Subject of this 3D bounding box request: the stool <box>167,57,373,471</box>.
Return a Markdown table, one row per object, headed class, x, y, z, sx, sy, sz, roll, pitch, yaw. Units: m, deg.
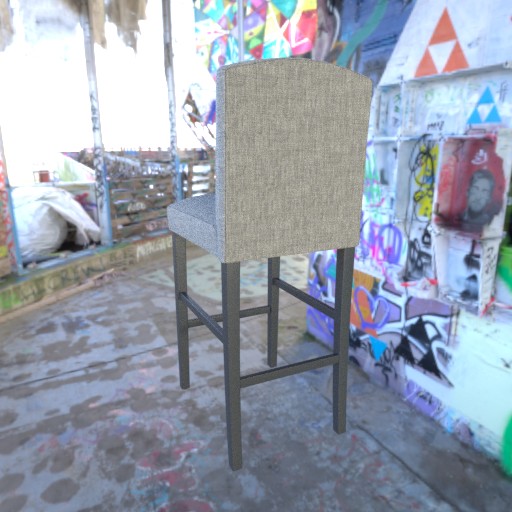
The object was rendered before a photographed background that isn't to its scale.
| class | x | y | z | sx | sy | sz | roll | pitch | yaw |
| --- | --- | --- | --- | --- | --- | --- | --- | --- | --- |
| stool | 0.000 | 0.000 | 1.468 | 0.451 | 1.138 | 0.552 | -7 | 16 | -25 |
